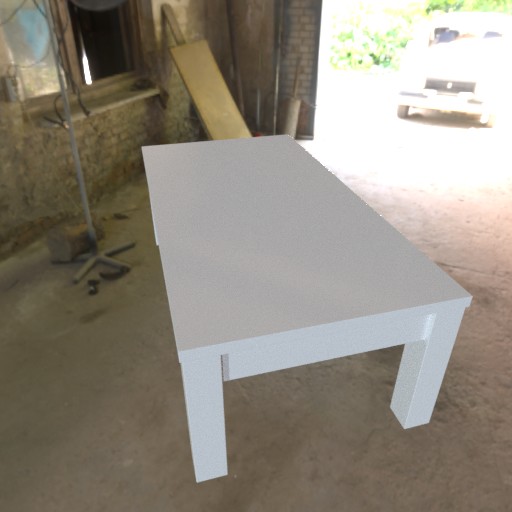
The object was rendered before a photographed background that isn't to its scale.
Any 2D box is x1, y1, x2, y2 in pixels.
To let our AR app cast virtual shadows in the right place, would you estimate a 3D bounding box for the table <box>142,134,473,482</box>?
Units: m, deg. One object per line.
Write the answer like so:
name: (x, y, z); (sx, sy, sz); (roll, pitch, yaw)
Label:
table: (0.000, 0.000, 1.653); (0.700, 0.470, 1.350); (-8, 33, -13)
